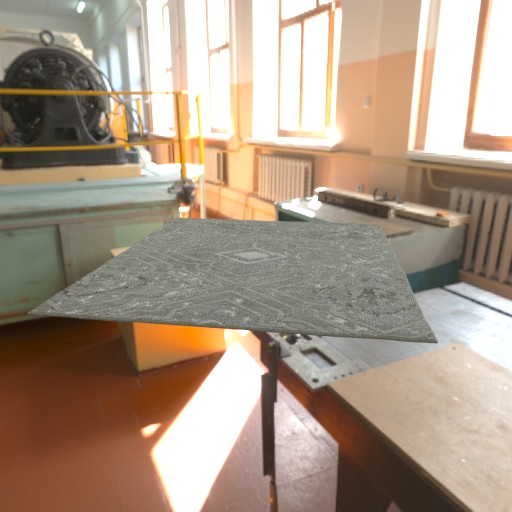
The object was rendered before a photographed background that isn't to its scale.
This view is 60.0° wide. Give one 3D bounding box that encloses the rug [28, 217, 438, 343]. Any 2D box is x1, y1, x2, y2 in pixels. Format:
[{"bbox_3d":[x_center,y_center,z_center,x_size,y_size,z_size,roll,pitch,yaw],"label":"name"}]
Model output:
[{"bbox_3d":[0.000,0.000,0.878,0.548,0.006,0.639,3,17,9],"label":"rug"}]
